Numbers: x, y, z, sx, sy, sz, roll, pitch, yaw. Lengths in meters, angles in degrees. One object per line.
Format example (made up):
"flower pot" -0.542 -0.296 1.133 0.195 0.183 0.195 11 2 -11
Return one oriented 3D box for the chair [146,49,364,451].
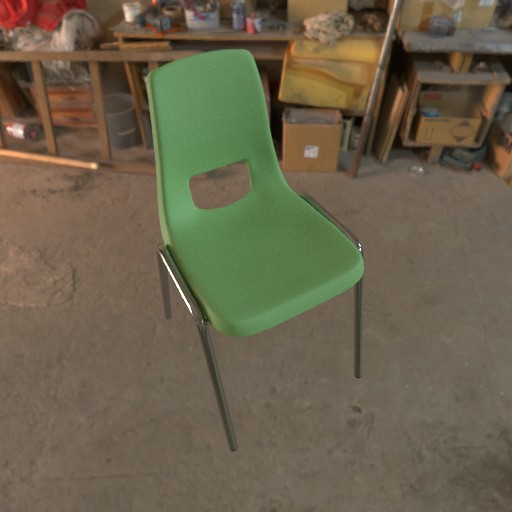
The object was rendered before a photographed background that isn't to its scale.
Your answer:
"chair" 0.000 0.000 0.945 0.381 0.704 0.436 -23 50 -20
